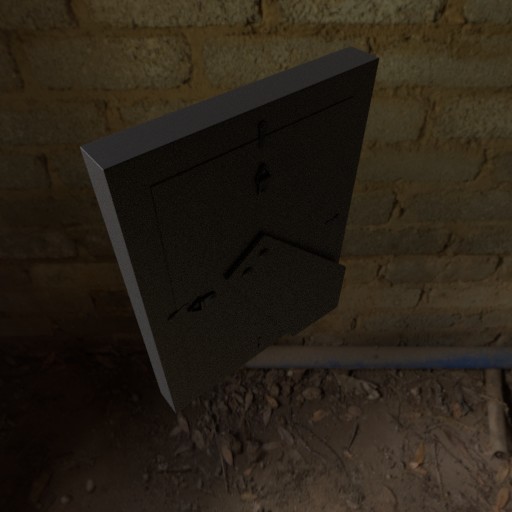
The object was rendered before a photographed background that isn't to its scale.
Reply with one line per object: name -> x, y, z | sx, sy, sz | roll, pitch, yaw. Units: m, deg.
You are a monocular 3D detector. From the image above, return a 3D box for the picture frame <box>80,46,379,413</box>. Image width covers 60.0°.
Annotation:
picture frame -> 0.000, 0.000, 0.277 | 0.157, 0.208, 0.028 | -31, 54, -26
